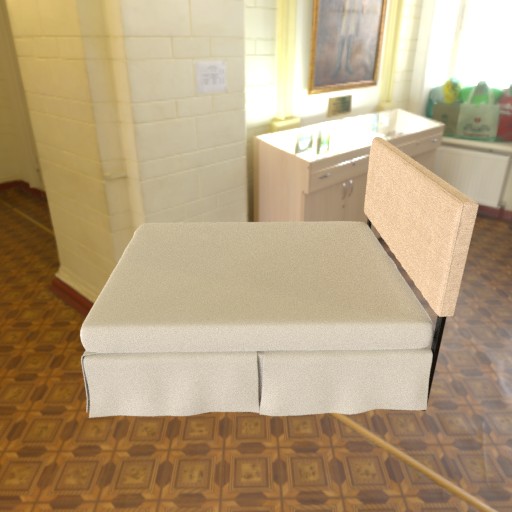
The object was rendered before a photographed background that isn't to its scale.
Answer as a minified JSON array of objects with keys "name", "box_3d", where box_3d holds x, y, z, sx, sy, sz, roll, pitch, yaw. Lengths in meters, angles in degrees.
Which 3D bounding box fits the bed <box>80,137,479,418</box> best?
[{"name":"bed","box_3d":[0.000,0.000,2.962,1.978,1.270,1.643,-1,26,-1]}]
